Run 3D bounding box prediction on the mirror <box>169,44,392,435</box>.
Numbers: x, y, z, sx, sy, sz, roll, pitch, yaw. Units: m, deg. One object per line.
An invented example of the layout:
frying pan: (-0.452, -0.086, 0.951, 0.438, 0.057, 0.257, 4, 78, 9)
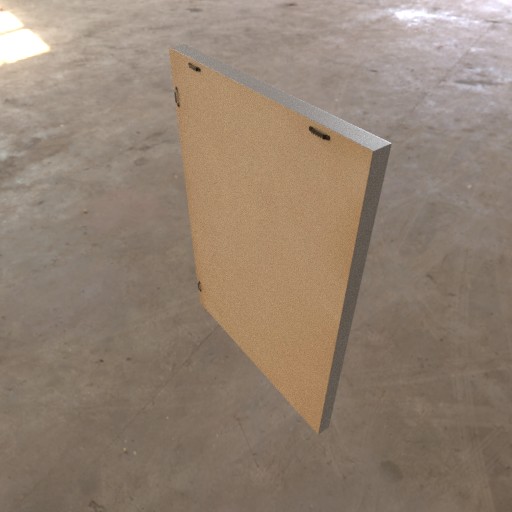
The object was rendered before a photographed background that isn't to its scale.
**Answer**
mirror: (0.000, 0.000, 0.926, 0.039, 0.710, 0.507, -27, 48, -27)
